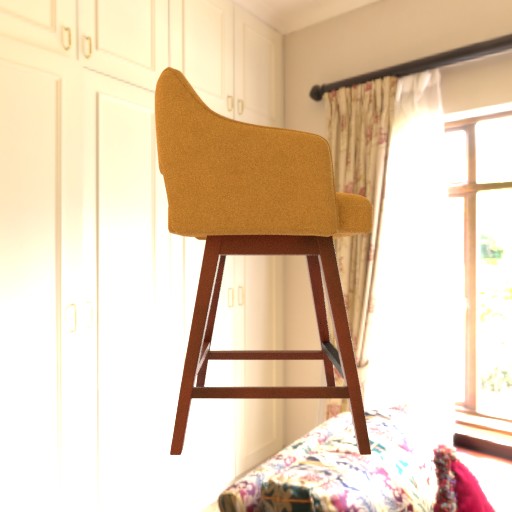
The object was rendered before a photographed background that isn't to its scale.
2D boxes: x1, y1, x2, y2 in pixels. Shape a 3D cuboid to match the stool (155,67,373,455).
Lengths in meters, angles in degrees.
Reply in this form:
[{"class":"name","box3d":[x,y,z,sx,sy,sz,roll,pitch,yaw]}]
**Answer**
[{"class":"stool","box3d":[0.000,0.000,1.258,0.558,0.924,0.548,0,0,0]}]
